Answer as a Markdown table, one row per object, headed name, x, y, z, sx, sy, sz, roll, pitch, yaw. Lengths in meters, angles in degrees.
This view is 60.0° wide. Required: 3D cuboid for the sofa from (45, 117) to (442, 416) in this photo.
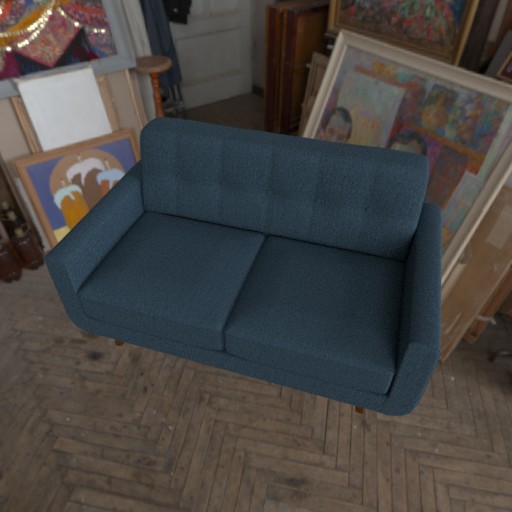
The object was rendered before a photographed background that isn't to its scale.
| name | x | y | z | sx | sy | sz | roll | pitch | yaw |
| --- | --- | --- | --- | --- | --- | --- | --- | --- | --- |
| sofa | 0.000 | 0.000 | 2.150 | 1.651 | 0.896 | 0.942 | 12 | 43 | 13 |
